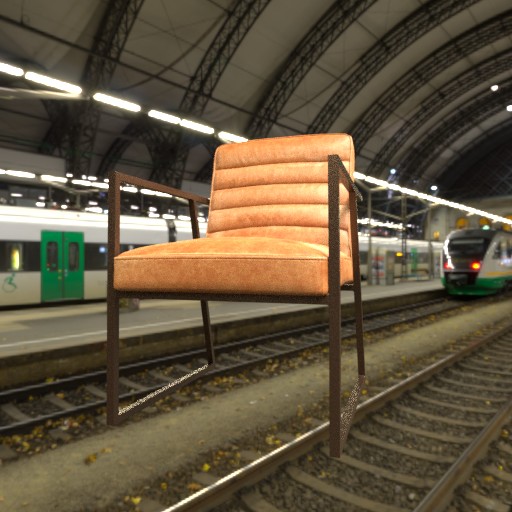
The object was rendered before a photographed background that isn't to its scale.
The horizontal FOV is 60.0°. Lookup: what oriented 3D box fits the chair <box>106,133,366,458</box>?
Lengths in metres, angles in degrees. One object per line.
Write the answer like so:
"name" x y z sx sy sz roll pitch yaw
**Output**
"chair" 0.000 0.000 1.288 0.571 0.832 0.677 0 0 19
